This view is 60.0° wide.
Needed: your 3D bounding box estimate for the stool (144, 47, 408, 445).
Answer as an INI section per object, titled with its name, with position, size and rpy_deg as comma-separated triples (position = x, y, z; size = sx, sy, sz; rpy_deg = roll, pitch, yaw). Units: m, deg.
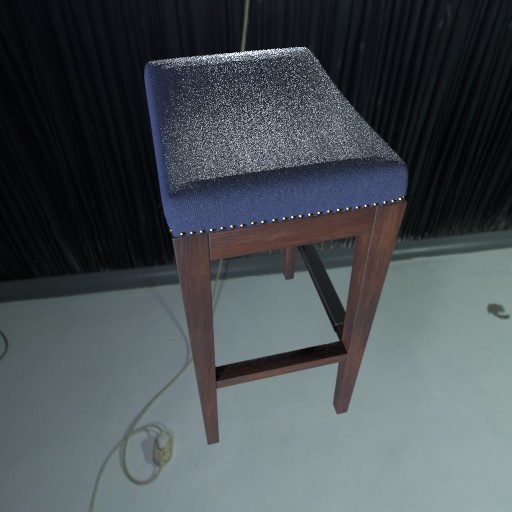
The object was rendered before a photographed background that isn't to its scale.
[stool]
position = 0.000, 0.000, 1.009
size = 0.358, 0.740, 0.498
rpy_deg = -10, 46, -9
